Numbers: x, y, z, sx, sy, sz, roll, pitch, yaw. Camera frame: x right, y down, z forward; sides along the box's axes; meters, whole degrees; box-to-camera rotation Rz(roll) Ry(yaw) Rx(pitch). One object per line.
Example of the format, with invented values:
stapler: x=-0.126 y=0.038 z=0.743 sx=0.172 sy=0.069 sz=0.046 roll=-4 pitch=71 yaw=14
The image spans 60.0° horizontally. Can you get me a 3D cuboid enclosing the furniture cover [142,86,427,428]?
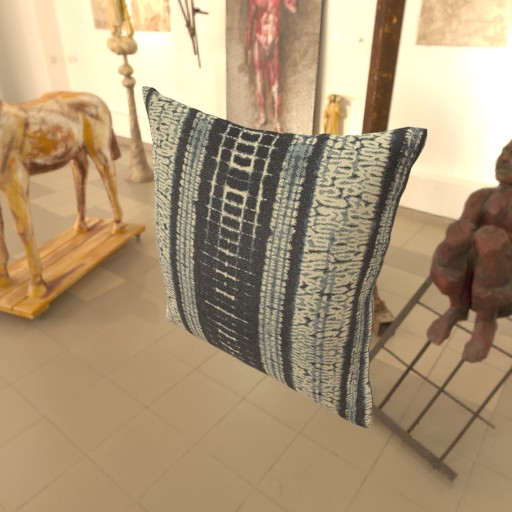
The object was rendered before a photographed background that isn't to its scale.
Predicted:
furniture cover: x=0.000 y=0.000 z=0.653 sx=0.425 sy=0.435 sz=0.133 roll=21 pitch=35 yaw=32
